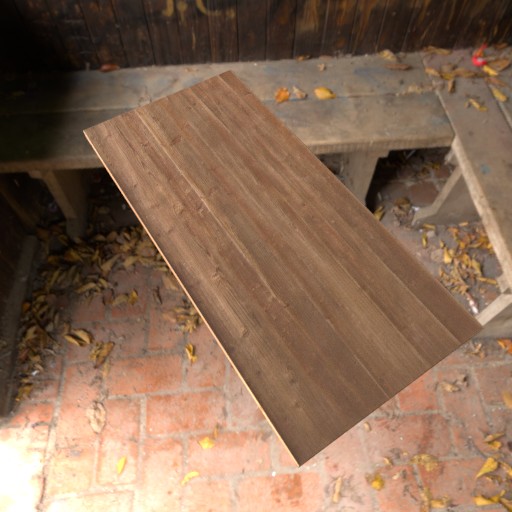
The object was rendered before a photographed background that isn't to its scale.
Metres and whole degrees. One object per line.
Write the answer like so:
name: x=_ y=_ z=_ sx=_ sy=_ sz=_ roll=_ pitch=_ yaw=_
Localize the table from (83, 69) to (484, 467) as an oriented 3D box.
table: x=0.000 y=0.000 z=2.459 sx=0.952 sy=0.760 sz=2.003 roll=-29 pitch=63 yaw=-16
